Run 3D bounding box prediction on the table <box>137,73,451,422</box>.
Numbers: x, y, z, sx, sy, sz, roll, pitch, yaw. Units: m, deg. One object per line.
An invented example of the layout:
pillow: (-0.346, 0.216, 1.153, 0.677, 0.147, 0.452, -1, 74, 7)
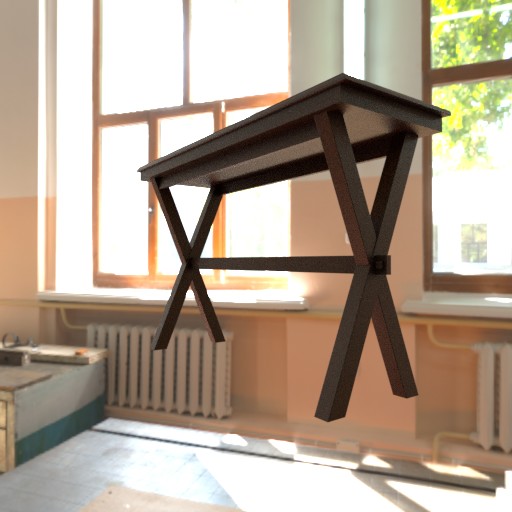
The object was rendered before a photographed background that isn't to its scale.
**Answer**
table: (0.000, 0.000, 1.527, 0.399, 0.763, 1.197, 0, -1, -36)
